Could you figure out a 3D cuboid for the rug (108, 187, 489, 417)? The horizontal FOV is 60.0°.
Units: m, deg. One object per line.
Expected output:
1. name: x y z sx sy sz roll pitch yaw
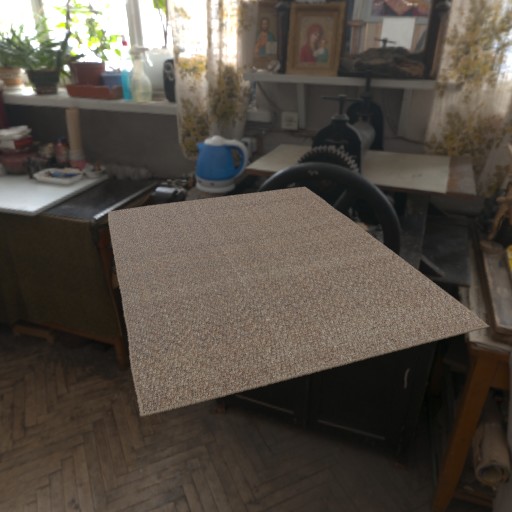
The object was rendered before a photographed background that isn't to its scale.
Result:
1. rug: 0.000 0.000 4.015 2.439 0.013 3.048 -10 30 -17
